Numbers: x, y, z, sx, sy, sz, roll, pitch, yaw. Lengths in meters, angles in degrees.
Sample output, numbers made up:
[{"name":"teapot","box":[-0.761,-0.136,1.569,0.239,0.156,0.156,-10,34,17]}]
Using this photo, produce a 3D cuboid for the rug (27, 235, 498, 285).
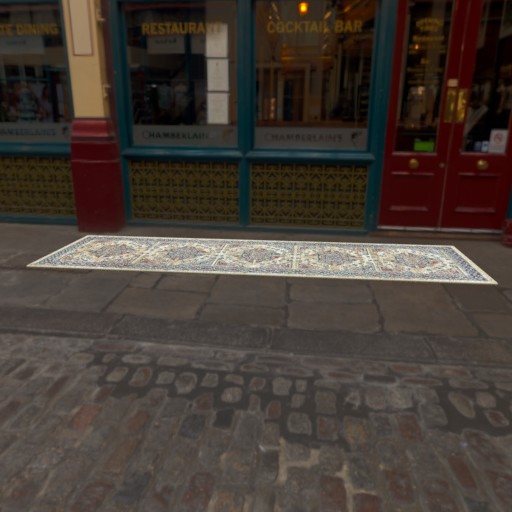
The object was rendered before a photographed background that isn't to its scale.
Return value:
[{"name":"rug","box":[0.000,0.000,2.460,2.297,0.013,0.661,2,17,6]}]
